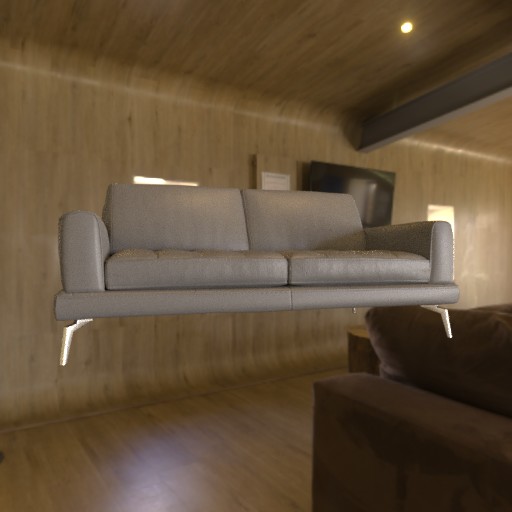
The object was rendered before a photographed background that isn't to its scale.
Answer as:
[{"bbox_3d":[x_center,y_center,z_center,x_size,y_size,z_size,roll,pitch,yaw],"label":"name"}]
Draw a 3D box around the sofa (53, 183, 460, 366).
[{"bbox_3d":[0.000,0.000,2.723,2.177,0.930,1.121,0,0,-17],"label":"sofa"}]
